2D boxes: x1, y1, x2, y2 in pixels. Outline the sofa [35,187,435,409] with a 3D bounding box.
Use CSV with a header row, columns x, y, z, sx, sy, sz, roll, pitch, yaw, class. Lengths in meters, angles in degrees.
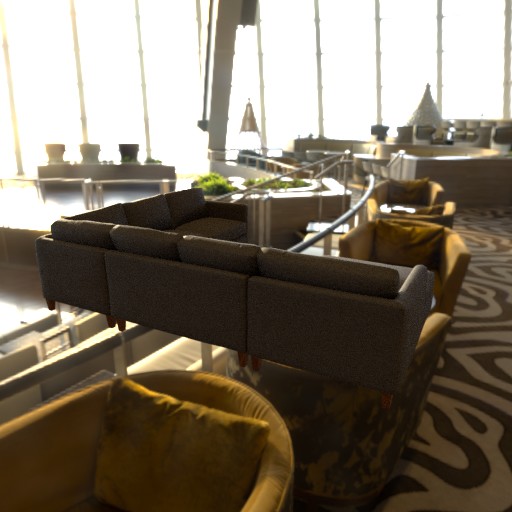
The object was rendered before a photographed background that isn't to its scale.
x,y,z,sx,sy,sz,roll,pitch,yaw,class
0.000,0.000,4.578,3.460,0.961,2.594,9,19,27,sofa
